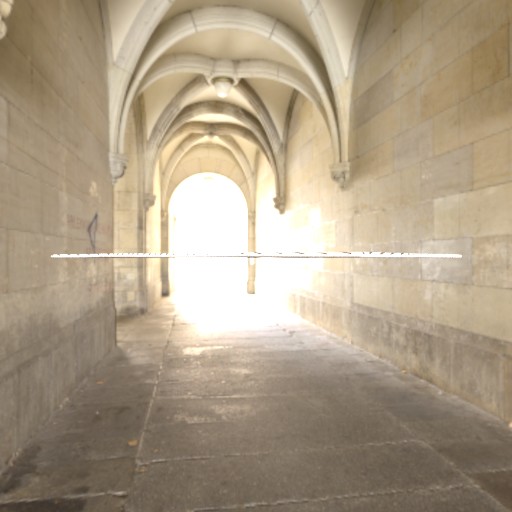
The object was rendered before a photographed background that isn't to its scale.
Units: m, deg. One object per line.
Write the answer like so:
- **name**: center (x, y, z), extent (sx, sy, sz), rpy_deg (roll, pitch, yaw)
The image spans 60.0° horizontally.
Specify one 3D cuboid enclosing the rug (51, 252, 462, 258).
- **rug**: center (0.000, 0.000, 3.284), extent (2.449, 0.028, 1.829), rpy_deg (0, 0, 37)
